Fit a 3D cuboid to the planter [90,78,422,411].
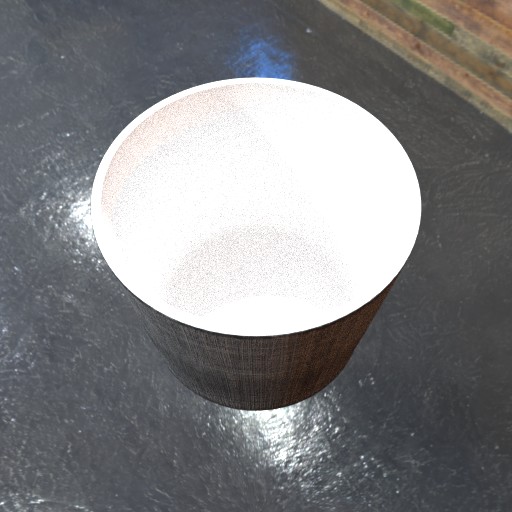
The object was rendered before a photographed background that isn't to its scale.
[{"bbox_3d":[0.000,0.000,0.440,0.254,0.221,0.254,0,59,0],"label":"planter"}]
